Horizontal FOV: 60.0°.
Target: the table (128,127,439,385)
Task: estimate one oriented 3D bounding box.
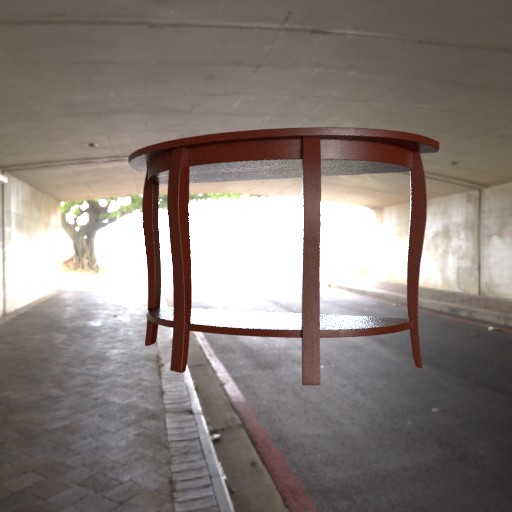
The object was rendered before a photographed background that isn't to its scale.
[{"bbox_3d":[0.000,0.000,1.572,1.219,0.779,0.405,0,1,19],"label":"table"}]
